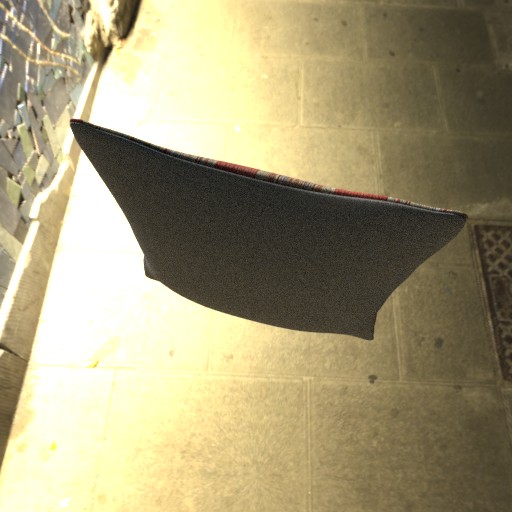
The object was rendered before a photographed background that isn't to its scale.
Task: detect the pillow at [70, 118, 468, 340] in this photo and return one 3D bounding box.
[{"bbox_3d":[0.000,0.000,0.638,0.437,0.419,0.136,15,64,7],"label":"pillow"}]
